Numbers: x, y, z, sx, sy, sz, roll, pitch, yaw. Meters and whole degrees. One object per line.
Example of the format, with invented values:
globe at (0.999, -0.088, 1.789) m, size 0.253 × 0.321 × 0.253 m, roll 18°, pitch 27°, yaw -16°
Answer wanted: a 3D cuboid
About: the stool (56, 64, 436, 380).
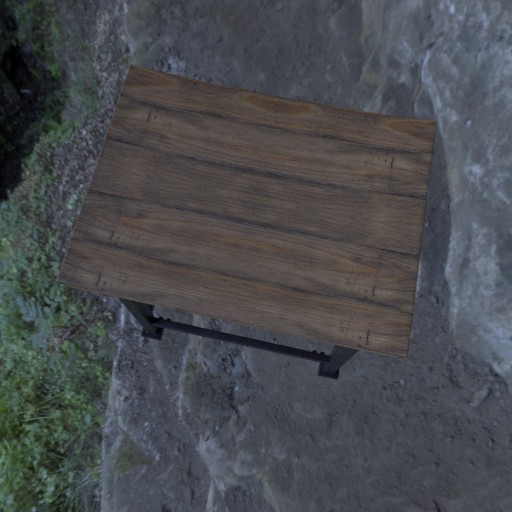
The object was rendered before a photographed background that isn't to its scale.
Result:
stool at (0.000, 0.000, 0.921) m, size 0.486 × 0.625 × 0.405 m, roll 12°, pitch 75°, yaw 3°
